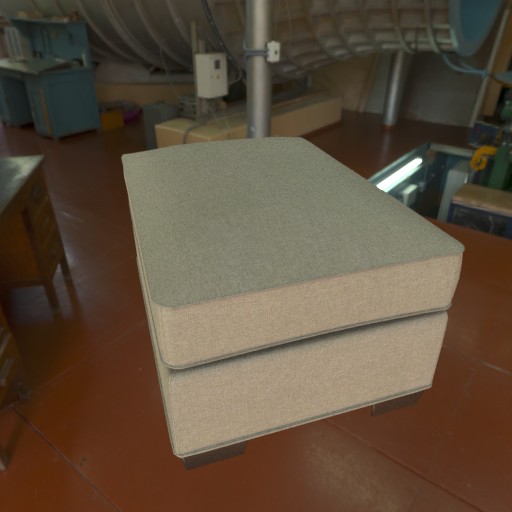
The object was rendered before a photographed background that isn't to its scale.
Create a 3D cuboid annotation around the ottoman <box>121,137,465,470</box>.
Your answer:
[{"bbox_3d":[0.000,0.000,1.216,0.619,0.504,0.843,-9,32,-16],"label":"ottoman"}]
